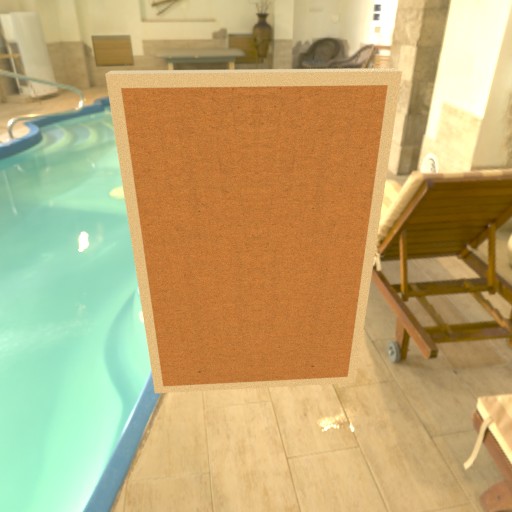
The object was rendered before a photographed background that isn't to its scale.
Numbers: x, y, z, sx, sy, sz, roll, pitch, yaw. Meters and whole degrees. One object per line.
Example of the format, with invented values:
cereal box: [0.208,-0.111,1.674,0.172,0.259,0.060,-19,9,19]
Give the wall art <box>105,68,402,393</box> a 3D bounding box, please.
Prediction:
wall art: [0.000,0.000,0.552,0.293,0.428,0.025,-2,29,-4]
